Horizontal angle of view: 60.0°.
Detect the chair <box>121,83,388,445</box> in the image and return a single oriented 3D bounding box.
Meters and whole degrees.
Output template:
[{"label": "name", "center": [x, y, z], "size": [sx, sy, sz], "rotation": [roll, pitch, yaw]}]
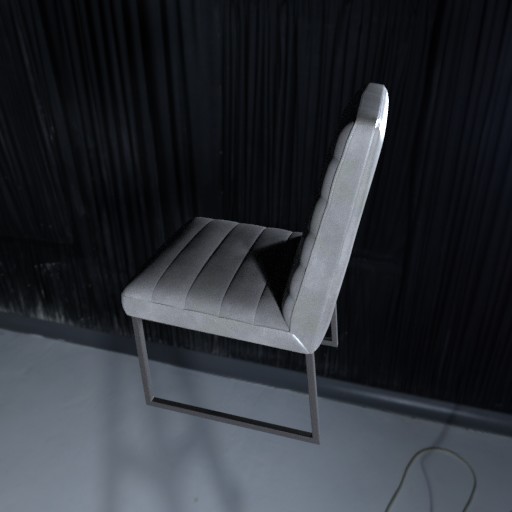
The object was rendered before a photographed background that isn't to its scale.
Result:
[{"label": "chair", "center": [0.000, 0.000, 1.312], "size": [0.634, 0.930, 0.520], "rotation": [8, 30, 14]}]
